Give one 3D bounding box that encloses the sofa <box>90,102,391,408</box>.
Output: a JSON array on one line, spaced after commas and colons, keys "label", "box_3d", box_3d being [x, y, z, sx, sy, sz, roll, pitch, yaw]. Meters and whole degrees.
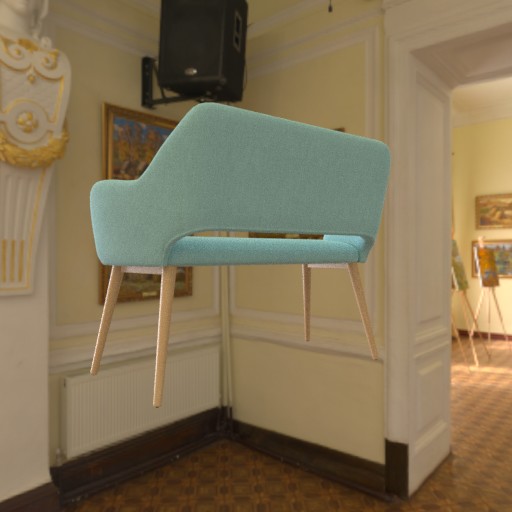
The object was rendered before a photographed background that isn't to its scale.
[{"label": "sofa", "box_3d": [0.000, 0.000, 1.642, 1.150, 0.840, 0.610, 0, 0, -36]}]
